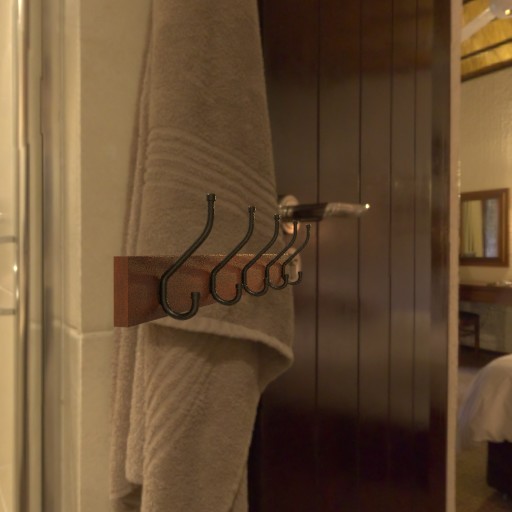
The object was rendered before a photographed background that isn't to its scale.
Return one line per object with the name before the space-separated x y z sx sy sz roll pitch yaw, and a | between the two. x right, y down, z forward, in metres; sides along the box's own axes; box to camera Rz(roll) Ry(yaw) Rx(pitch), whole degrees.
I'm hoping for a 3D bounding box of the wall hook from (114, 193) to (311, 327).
wall hook | 0.000 0.000 0.635 0.071 0.117 0.571 0 0 18
